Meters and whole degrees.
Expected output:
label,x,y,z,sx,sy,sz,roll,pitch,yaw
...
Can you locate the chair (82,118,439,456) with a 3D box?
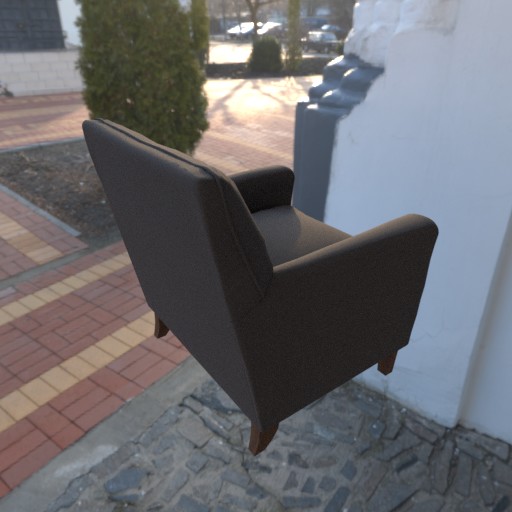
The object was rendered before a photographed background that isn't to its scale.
label,x,y,z,sx,sy,sz,roll,pitch,yaw
chair,0.000,0.000,1.548,0.831,0.911,0.836,-18,32,-31
